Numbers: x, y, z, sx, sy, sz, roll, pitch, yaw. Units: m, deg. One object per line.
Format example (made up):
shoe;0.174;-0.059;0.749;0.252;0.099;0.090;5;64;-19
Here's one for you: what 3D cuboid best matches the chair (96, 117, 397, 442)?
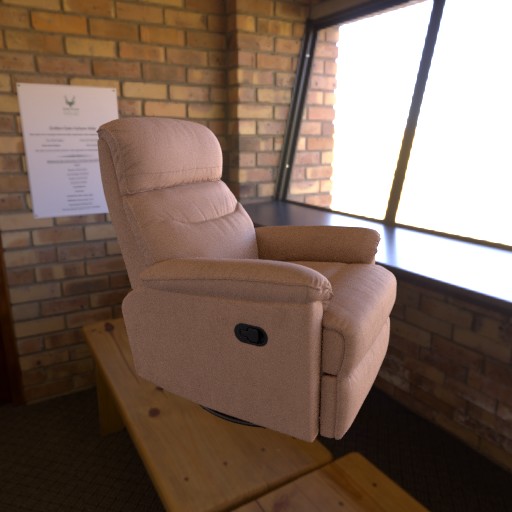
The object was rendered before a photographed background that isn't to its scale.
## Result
chair;0.000;0.000;1.712;1.004;1.037;0.820;7;17;26
